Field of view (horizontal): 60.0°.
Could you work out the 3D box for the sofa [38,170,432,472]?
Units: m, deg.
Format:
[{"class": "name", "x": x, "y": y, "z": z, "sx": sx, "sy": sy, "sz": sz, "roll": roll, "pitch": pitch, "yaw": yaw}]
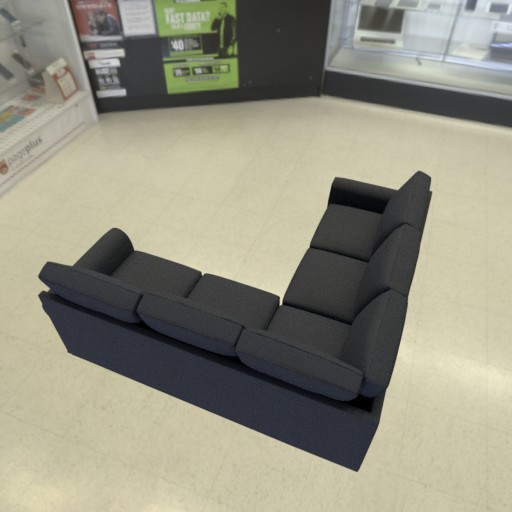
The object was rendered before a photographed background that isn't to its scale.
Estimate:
[{"class": "sofa", "x": 0.000, "y": 0.000, "z": 3.865, "sx": 2.562, "sy": 1.042, "sz": 2.487, "roll": 17, "pitch": 47, "yaw": 16}]
